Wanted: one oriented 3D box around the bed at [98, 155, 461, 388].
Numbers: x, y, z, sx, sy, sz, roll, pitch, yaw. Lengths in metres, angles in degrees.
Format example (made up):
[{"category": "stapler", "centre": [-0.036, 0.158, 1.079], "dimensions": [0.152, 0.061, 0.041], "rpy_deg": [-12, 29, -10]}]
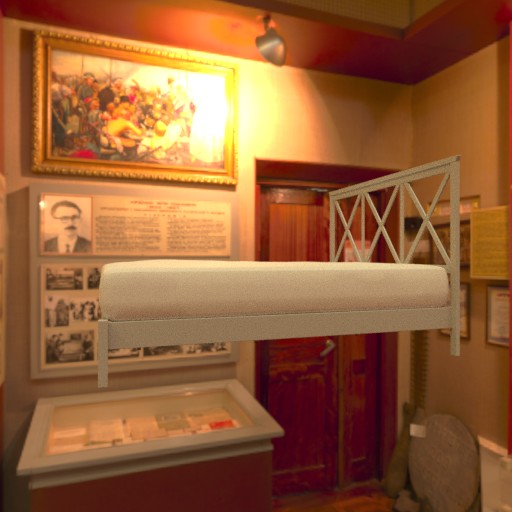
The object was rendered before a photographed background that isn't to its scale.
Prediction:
[{"category": "bed", "centre": [0.000, 0.000, 3.210], "dimensions": [2.135, 1.253, 1.673], "rpy_deg": [0, 0, -19]}]
